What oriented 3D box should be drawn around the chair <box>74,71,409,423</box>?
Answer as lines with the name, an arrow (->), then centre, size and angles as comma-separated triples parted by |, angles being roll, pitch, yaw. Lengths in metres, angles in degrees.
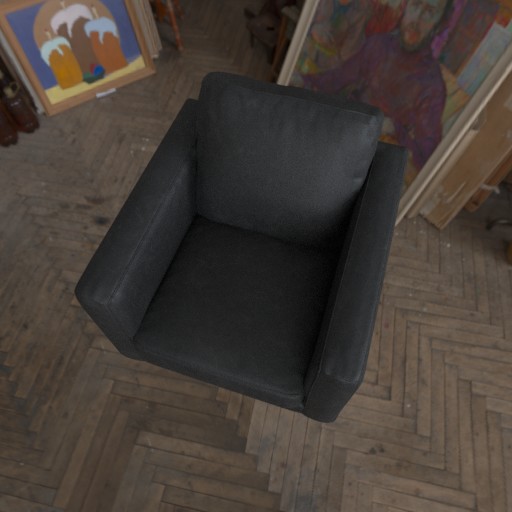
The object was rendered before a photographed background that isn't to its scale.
chair -> 0.000, 0.000, 1.548 | 0.831, 0.898, 0.879 | 16, 60, 9
